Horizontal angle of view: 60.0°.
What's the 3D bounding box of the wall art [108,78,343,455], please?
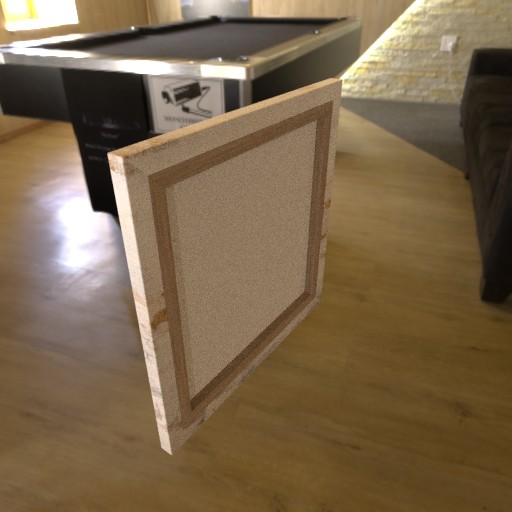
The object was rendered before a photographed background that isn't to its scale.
[{"bbox_3d":[0.000,0.000,1.149,0.038,0.755,0.753,21,38,30],"label":"wall art"}]
